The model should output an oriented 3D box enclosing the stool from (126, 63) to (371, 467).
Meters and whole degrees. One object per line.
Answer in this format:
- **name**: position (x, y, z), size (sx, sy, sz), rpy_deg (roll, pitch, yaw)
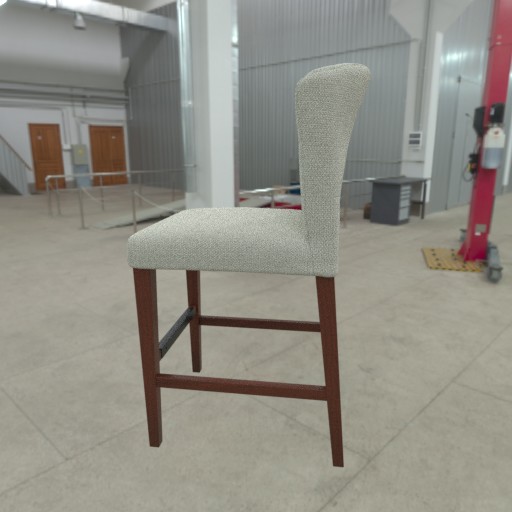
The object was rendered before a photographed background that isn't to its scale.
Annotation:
- **stool**: position (0.000, 0.000, 1.244), size (0.568, 0.969, 0.481), rpy_deg (2, 14, 8)
